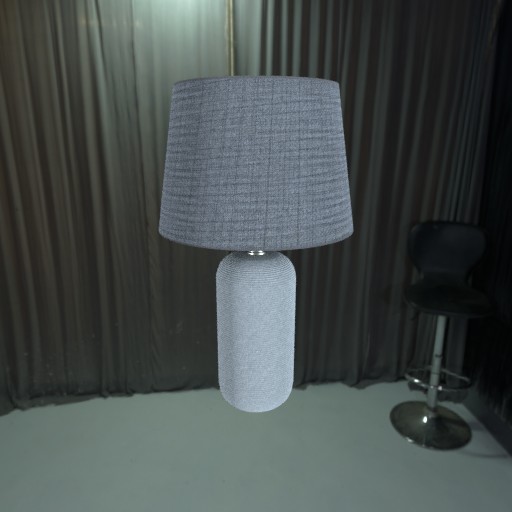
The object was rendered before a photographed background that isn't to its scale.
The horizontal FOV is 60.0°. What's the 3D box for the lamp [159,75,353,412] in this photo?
[{"bbox_3d":[0.000,0.000,0.596,0.251,0.429,0.251,0,16,0],"label":"lamp"}]
